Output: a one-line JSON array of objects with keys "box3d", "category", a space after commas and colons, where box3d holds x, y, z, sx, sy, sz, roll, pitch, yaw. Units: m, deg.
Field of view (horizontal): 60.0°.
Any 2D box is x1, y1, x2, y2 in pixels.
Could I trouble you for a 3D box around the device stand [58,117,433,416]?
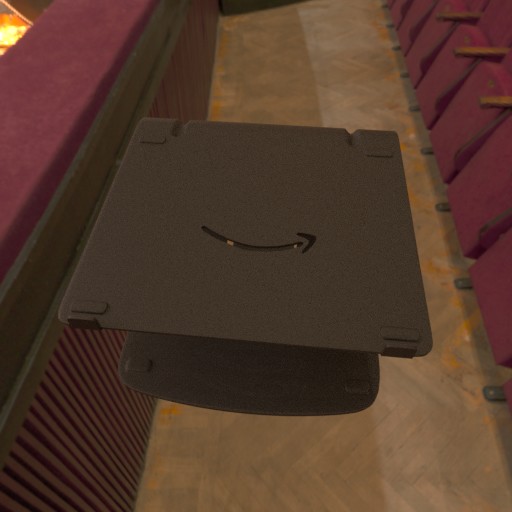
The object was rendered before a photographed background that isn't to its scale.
[{"box3d": [0.000, 0.000, 0.403, 0.256, 0.155, 0.236, 4, 48, 4], "category": "device stand"}]
